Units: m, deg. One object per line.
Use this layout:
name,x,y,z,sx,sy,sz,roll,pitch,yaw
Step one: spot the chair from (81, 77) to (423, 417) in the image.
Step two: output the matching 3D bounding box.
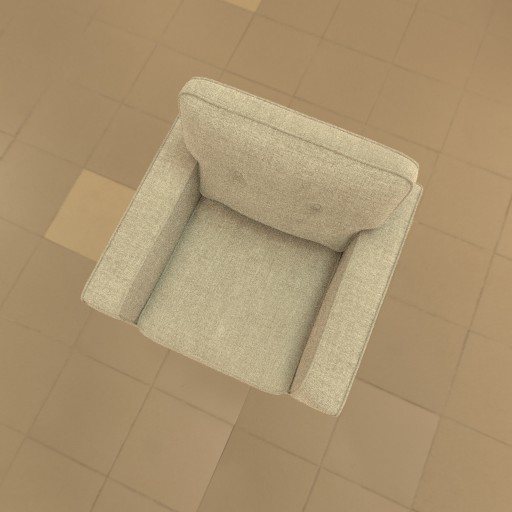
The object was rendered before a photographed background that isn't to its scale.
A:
chair,0.000,0.000,1.783,1.015,0.965,0.939,23,77,6
